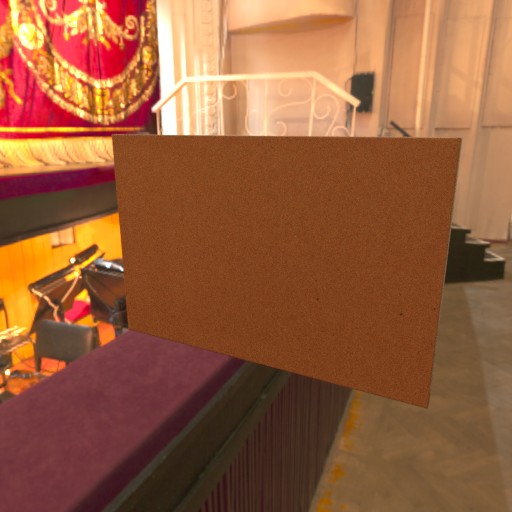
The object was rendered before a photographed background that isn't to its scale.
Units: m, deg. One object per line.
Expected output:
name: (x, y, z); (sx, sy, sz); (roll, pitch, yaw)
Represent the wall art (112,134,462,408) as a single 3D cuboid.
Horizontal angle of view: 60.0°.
wall art: (0.000, 0.000, 0.780); (0.615, 0.410, 0.021); (8, 18, 26)
